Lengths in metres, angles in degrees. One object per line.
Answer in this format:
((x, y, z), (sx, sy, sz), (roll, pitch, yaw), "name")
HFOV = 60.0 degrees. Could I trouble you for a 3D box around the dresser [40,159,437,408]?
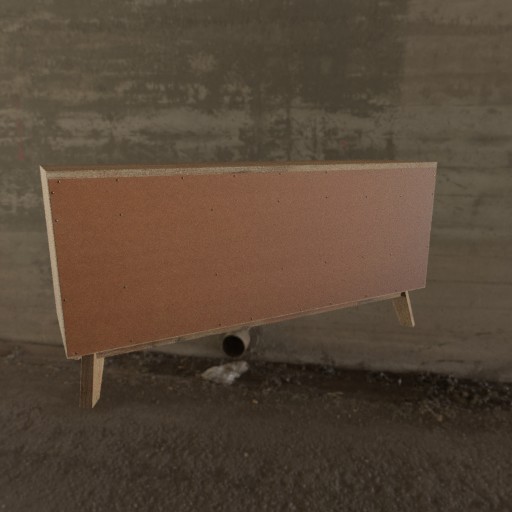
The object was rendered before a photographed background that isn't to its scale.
((0.000, 0.000, 1.928), (1.602, 0.788, 0.455), (-7, 16, -26), "dresser")
